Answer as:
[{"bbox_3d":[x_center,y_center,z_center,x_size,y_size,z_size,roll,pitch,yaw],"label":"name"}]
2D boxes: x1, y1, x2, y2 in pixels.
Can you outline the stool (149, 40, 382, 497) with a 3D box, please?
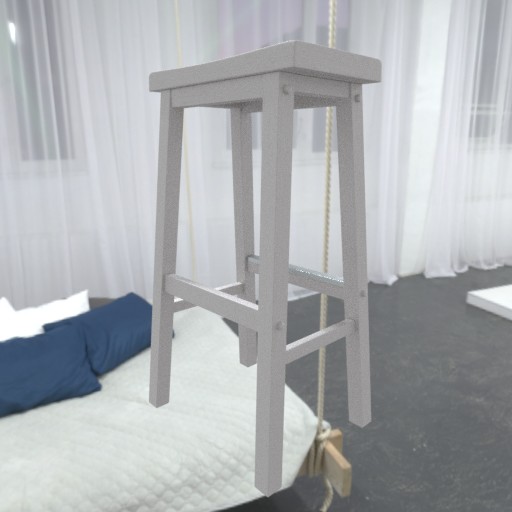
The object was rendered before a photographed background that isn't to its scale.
[{"bbox_3d":[0.000,0.000,0.932,0.322,0.742,0.406,-13,19,-41],"label":"stool"}]
